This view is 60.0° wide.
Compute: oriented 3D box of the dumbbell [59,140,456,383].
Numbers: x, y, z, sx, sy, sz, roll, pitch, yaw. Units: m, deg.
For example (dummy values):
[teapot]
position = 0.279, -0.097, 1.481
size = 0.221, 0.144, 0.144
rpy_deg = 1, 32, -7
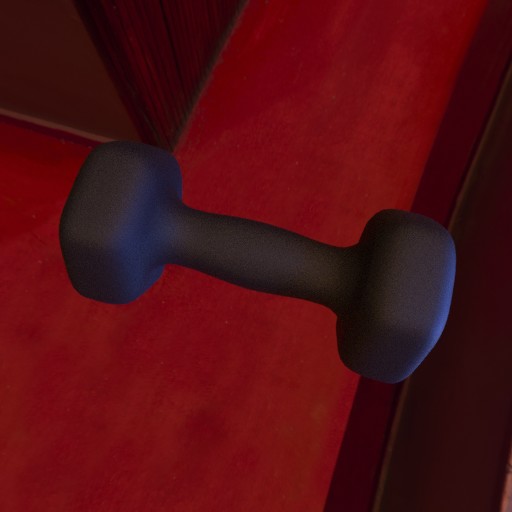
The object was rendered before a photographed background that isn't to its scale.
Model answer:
[dumbbell]
position = 0.000, 0.000, 0.286
size = 0.231, 0.101, 0.112
rpy_deg = 16, 76, 4
